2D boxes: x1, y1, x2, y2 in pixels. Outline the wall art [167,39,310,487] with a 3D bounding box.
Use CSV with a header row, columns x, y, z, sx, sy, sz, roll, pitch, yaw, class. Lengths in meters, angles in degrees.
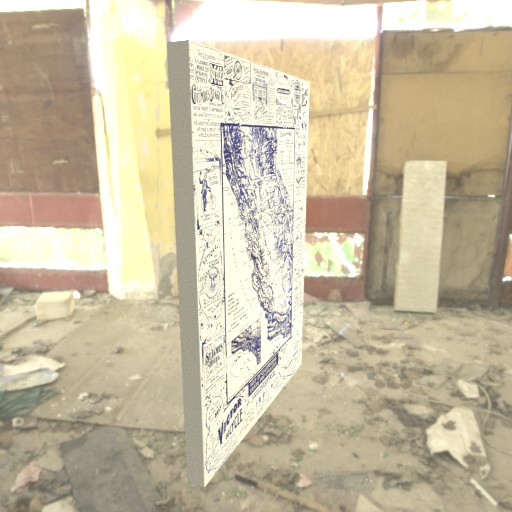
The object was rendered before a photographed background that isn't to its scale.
x,y,z,sx,sy,sz,roll,pitch,yaw,class
0.000,0.000,0.948,0.039,0.753,0.511,7,16,25,wall art
